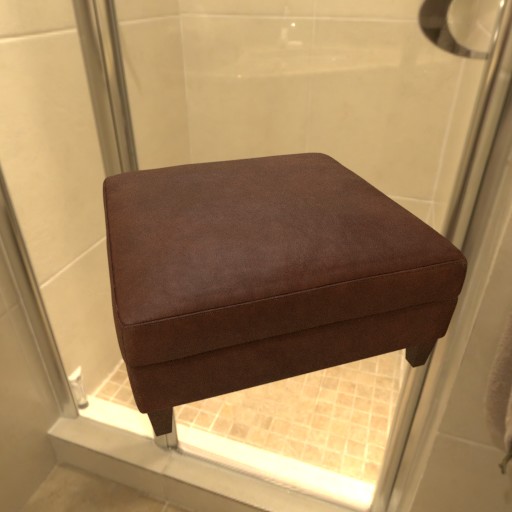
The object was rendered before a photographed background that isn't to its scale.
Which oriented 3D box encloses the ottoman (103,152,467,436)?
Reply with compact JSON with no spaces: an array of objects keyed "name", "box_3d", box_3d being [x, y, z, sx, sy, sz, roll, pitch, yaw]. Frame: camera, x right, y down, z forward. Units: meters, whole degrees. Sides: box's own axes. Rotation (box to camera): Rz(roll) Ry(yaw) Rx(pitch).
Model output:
[{"name":"ottoman","box_3d":[0.000,0.000,1.345,0.836,0.415,0.844,-10,33,-15]}]
